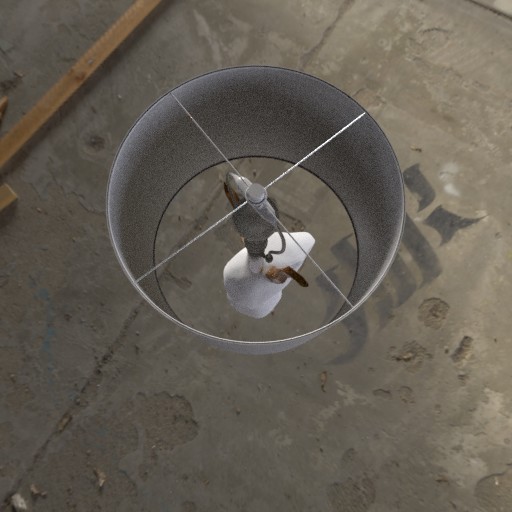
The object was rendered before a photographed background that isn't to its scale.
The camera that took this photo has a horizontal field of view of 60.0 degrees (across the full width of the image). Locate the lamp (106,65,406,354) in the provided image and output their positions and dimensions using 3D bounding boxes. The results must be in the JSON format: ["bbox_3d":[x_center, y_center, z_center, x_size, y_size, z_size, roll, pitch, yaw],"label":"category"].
[{"bbox_3d":[0.000,0.000,0.679,0.298,0.503,0.298,-37,78,-9],"label":"lamp"}]
